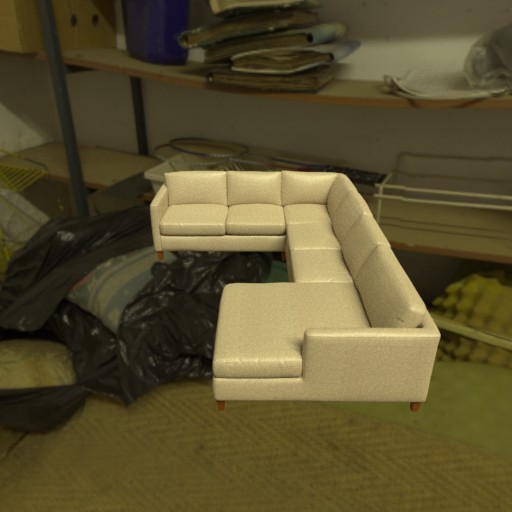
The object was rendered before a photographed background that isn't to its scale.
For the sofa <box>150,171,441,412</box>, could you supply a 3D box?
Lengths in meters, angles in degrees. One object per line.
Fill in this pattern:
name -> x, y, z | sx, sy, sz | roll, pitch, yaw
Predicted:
sofa -> 0.000, 0.000, 4.650 | 2.594, 0.961, 3.460 | 0, 27, 0
